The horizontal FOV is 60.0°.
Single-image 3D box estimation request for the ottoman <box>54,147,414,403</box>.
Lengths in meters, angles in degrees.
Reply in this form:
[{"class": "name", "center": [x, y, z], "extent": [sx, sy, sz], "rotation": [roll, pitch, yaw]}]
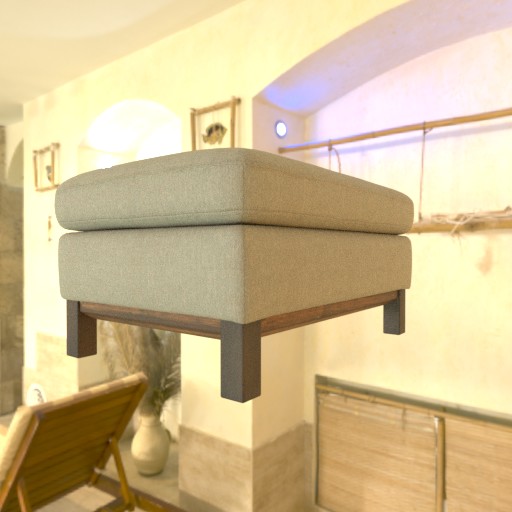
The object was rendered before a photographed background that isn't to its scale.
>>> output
[{"class": "ottoman", "center": [0.000, 0.000, 1.028], "extent": [0.528, 0.404, 0.735], "rotation": [1, 1, 37]}]
